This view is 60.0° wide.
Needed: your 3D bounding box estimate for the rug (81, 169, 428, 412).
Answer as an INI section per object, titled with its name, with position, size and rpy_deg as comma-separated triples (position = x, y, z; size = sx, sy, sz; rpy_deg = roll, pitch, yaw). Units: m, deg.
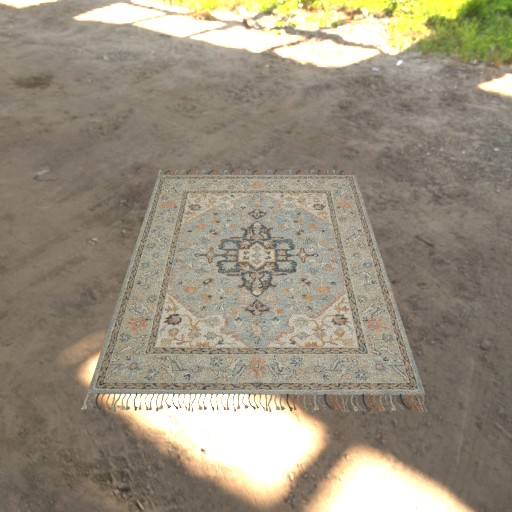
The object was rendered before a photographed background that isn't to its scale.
[rug]
position = 0.000, 0.000, 2.266
size = 1.278, 0.009, 1.730
rpy_deg = 0, 41, 0
